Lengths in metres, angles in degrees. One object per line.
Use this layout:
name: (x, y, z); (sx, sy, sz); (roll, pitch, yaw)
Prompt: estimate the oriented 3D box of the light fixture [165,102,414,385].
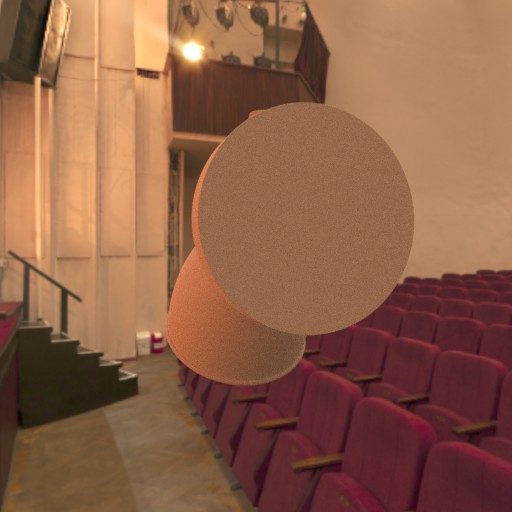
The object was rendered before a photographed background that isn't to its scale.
light fixture: (0.000, 0.000, 0.337); (0.127, 0.199, 0.209); (0, 0, -18)
